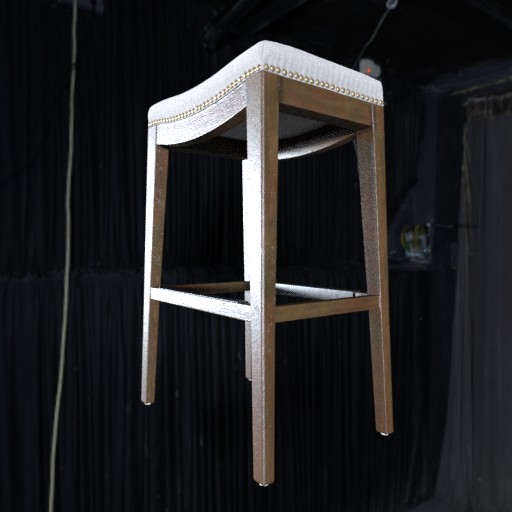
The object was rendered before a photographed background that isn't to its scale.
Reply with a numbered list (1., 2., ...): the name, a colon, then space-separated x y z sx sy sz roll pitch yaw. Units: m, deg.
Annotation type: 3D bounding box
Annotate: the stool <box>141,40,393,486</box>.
1. stool: 0.000 0.000 1.036 0.356 0.762 0.508 -1 2 -37
